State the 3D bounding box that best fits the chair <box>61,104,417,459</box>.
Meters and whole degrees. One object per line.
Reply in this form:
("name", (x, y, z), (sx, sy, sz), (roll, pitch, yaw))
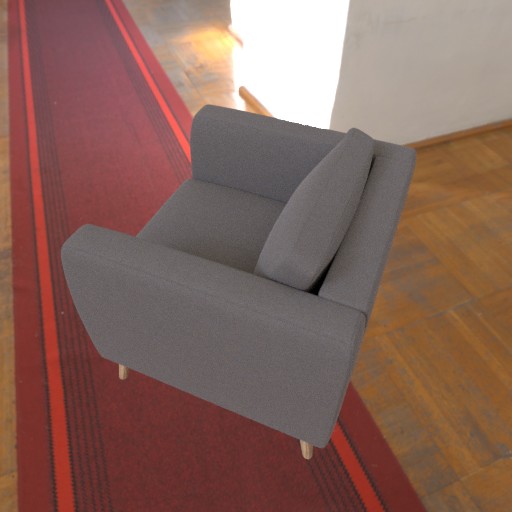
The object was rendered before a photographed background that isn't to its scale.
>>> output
("chair", (0.000, 0.000, 1.690), (0.930, 0.860, 1.000), (17, 49, 16))
